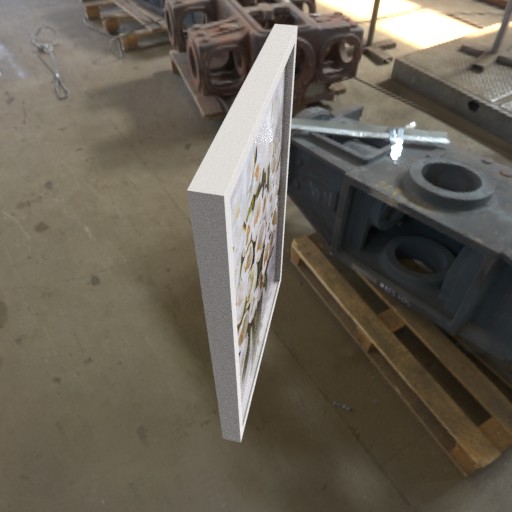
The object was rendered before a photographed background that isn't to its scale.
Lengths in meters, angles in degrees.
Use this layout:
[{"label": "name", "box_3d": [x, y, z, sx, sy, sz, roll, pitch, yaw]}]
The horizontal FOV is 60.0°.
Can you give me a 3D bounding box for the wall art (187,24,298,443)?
[{"label": "wall art", "box_3d": [0.000, 0.000, 0.829, 0.038, 0.657, 0.450, 10, 48, 9]}]
